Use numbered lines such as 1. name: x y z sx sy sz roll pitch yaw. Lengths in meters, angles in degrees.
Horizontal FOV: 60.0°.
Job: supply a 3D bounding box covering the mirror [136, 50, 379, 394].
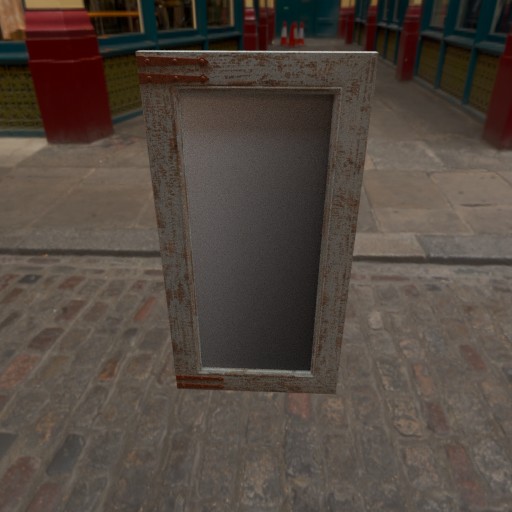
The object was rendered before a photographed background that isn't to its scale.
1. mirror: 0.000 0.000 1.097 0.472 0.922 0.027 1 30 2
